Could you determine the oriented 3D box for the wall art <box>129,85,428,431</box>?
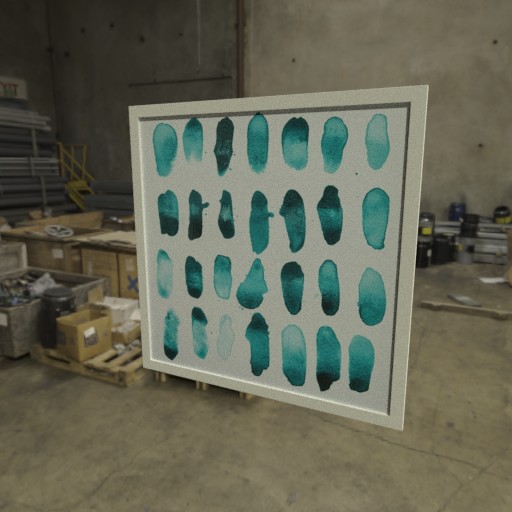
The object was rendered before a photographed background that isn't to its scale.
[{"bbox_3d":[0.000,0.000,1.196,0.812,0.813,0.013,6,13,25],"label":"wall art"}]
